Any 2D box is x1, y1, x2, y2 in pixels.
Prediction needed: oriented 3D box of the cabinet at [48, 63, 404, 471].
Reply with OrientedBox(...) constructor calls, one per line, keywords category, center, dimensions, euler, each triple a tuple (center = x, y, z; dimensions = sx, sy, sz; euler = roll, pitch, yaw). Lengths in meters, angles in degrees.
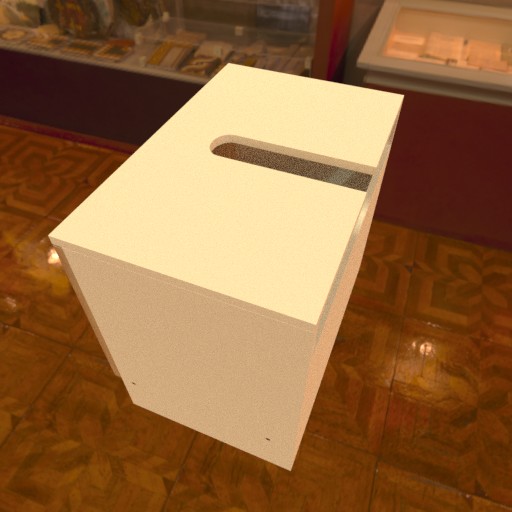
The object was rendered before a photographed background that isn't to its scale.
OrientedBox(category="cabinet", center=(0.000, 0.000, 0.949), dimensions=(0.400, 0.522, 0.600), euler=(17, 49, 15))
